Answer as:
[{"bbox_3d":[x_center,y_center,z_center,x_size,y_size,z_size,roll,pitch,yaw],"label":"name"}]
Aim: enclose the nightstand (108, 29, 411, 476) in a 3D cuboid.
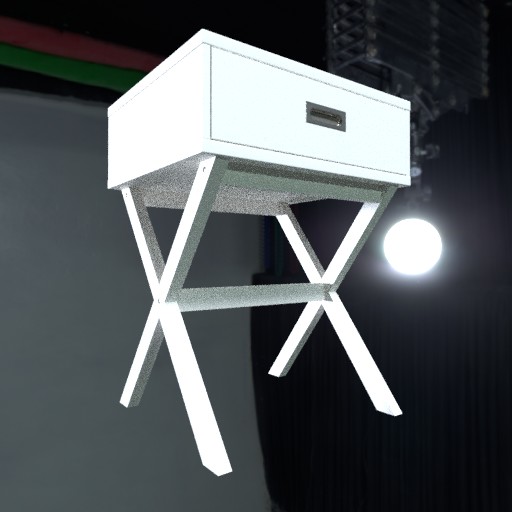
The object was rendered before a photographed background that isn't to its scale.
[{"bbox_3d":[0.000,0.000,0.911,0.479,0.623,0.402,0,0,-36],"label":"nightstand"}]
